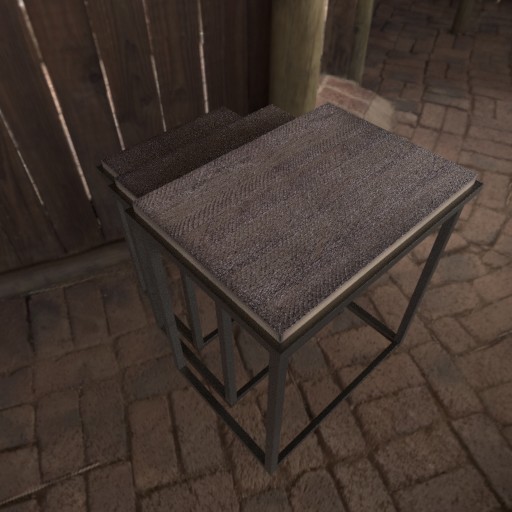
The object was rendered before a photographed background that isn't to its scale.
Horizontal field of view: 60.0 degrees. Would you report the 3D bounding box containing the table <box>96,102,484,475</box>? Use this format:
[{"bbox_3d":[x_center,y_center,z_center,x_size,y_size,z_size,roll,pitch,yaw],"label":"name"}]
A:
[{"bbox_3d":[0.000,0.000,1.120,0.559,0.610,0.706,-34,56,-27],"label":"table"}]
